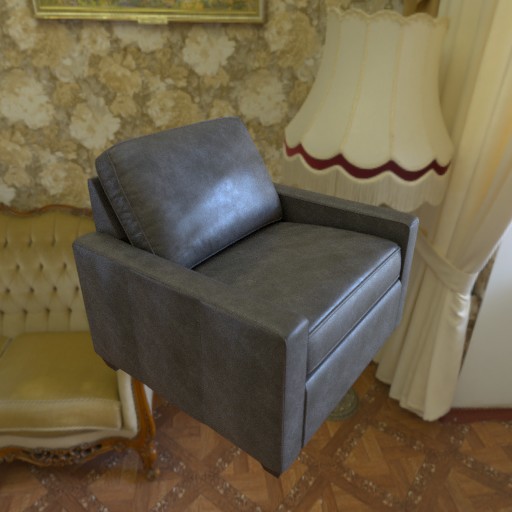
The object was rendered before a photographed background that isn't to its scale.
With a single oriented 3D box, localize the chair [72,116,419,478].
[{"bbox_3d":[0.000,0.000,1.737,0.939,0.916,1.006,19,33,32],"label":"chair"}]
